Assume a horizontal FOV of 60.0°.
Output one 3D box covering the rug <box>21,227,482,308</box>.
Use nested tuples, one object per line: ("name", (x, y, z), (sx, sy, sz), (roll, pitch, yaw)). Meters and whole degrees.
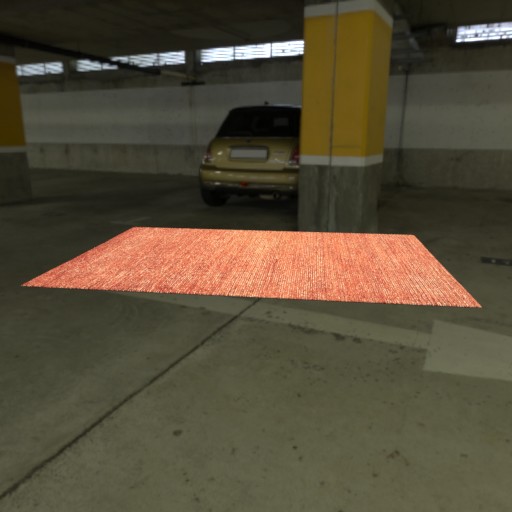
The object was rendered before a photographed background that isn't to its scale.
("rug", (0.000, 0.000, 2.201), (1.747, 0.011, 1.139), (2, 16, 7))
